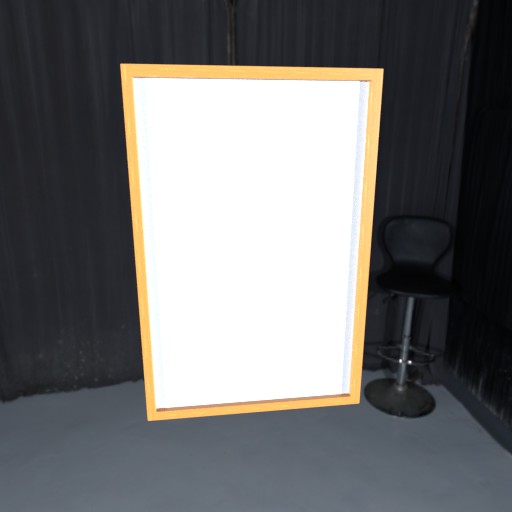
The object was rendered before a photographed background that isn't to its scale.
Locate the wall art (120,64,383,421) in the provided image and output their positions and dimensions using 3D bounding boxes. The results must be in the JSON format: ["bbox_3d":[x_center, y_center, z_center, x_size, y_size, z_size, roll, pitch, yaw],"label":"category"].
[{"bbox_3d":[0.000,0.000,0.770,0.405,0.608,0.025,-2,16,-7],"label":"wall art"}]
